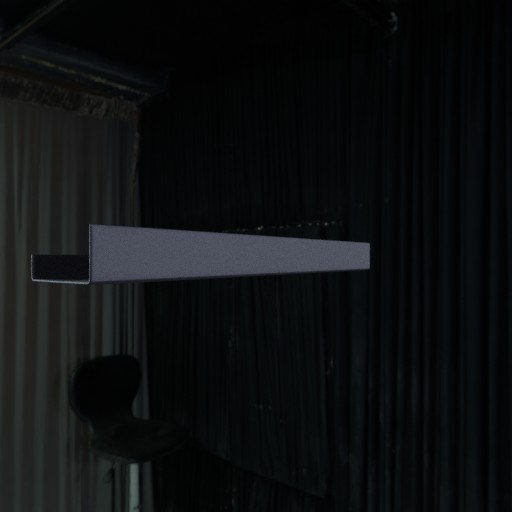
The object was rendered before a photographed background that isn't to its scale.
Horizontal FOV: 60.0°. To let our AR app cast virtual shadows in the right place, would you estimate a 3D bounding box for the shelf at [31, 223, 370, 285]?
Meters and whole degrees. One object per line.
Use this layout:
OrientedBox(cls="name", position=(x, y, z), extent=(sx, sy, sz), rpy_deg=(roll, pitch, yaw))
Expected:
OrientedBox(cls="shelf", position=(0.000, 0.000, 0.648), extent=(0.102, 0.053, 0.605), rpy_deg=(0, 0, 37))
